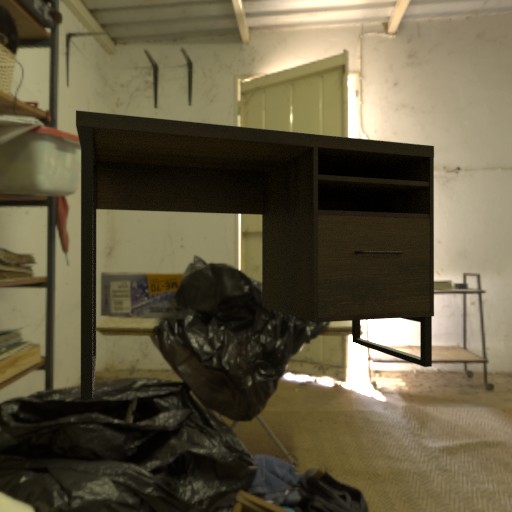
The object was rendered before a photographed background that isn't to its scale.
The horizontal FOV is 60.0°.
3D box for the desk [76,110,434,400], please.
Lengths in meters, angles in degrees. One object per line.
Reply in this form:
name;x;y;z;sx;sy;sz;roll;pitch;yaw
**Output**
desk;0.000;0.000;1.537;1.134;0.752;0.511;0;0;-19
